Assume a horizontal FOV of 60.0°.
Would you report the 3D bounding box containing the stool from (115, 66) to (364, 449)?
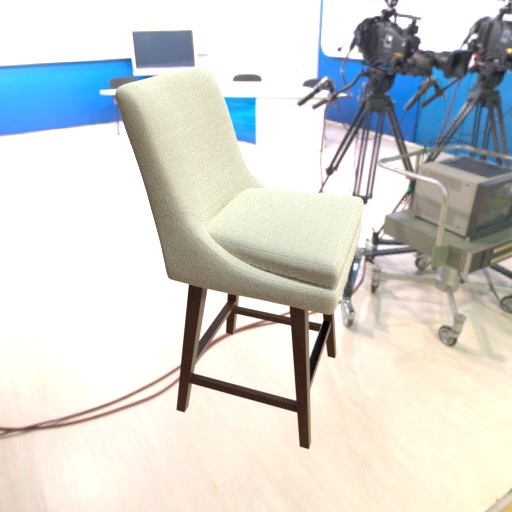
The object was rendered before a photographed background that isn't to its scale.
[{"bbox_3d":[0.000,0.000,1.319,0.559,0.991,0.483,10,31,17],"label":"stool"}]
